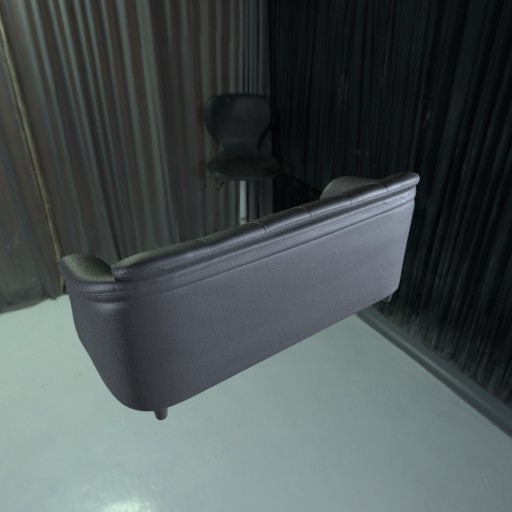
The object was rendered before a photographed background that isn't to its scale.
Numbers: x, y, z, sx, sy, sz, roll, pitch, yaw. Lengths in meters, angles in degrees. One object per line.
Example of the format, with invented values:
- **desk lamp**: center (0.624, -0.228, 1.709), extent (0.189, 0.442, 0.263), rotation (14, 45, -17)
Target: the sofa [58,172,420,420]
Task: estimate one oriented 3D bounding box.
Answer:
- **sofa**: center (0.000, 0.000, 2.310), extent (1.829, 0.811, 0.800), rotation (-20, 36, -30)
